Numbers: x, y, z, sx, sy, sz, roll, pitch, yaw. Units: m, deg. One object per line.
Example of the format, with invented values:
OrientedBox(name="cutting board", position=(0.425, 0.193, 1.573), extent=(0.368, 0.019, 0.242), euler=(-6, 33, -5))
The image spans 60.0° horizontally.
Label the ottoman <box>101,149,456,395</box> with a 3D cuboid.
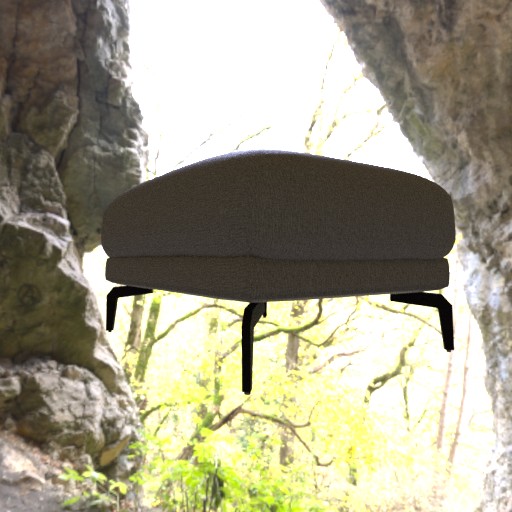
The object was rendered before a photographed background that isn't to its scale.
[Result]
OrientedBox(name="ottoman", position=(0.000, 0.000, 1.092), extent=(0.568, 0.420, 0.772), euler=(0, 0, -35))
